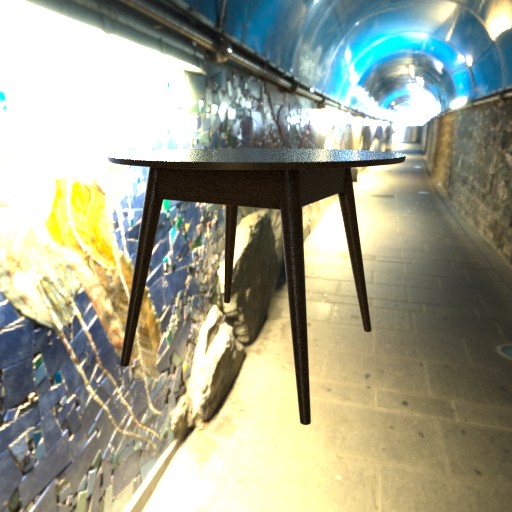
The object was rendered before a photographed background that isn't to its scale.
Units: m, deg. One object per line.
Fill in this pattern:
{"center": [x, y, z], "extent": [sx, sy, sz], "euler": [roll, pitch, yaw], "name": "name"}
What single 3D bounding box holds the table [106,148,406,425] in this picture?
{"center": [0.000, 0.000, 1.738], "extent": [1.053, 0.786, 1.053], "euler": [0, 16, 0], "name": "table"}
